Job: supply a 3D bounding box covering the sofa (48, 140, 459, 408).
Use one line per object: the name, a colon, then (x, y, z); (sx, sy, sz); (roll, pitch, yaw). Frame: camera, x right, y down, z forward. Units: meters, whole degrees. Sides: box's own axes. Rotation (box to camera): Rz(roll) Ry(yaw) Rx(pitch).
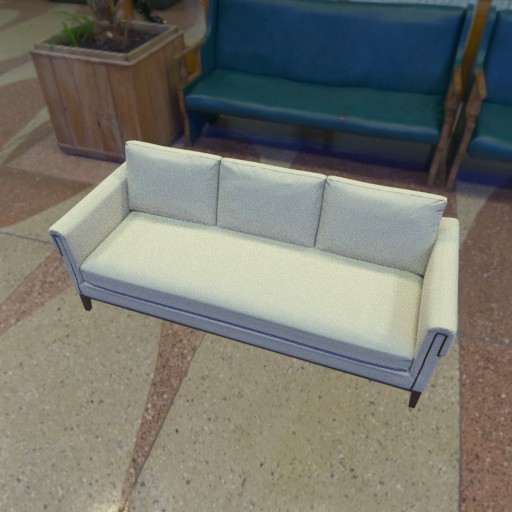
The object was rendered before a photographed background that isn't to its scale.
sofa: (0.000, 0.000, 2.665); (2.198, 0.911, 0.902); (13, 43, 14)
